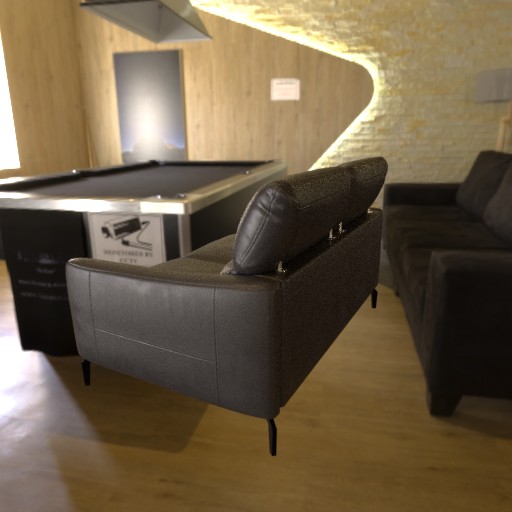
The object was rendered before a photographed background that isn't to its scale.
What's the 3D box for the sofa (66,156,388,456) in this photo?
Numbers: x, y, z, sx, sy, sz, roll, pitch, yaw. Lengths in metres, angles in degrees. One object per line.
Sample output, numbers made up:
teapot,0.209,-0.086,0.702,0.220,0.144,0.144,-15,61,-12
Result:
sofa,0.000,0.000,2.199,0.958,0.920,1.596,8,18,26
